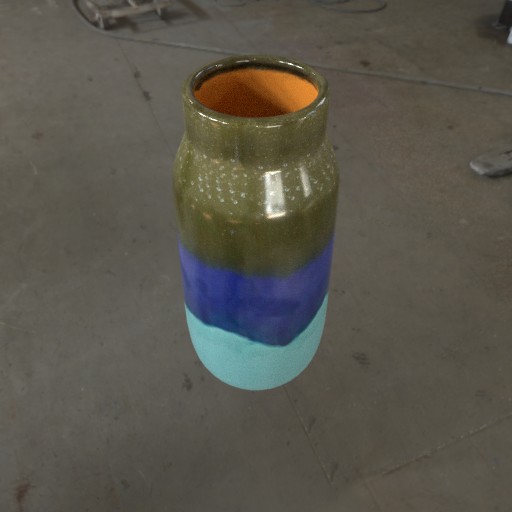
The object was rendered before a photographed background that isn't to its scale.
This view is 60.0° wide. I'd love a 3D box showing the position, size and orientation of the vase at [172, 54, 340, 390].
[{"bbox_3d":[0.000,0.000,0.388,0.139,0.313,0.139,0,47,0],"label":"vase"}]
